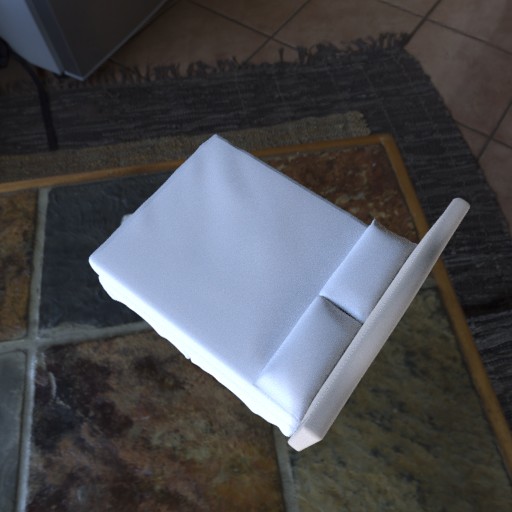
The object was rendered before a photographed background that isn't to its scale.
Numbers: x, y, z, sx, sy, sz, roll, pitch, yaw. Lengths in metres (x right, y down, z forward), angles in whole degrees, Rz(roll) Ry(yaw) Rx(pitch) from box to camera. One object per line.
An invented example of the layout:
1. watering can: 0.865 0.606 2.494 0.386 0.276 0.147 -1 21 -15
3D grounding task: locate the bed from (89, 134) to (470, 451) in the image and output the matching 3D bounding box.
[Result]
1. bed: 0.000 0.000 3.210 2.052 1.398 1.678 34 69 15
